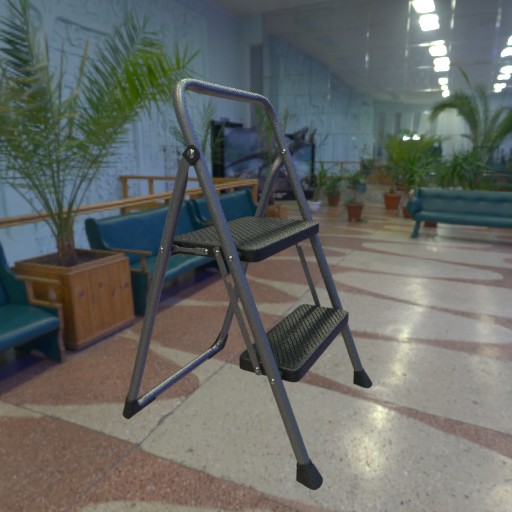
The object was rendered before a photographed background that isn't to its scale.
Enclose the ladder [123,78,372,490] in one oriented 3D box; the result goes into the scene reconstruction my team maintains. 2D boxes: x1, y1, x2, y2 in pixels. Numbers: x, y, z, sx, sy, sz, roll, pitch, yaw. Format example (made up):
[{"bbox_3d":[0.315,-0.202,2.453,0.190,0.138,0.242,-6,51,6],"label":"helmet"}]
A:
[{"bbox_3d":[0.000,0.000,0.994,0.472,0.720,0.430,7,15,27],"label":"ladder"}]
